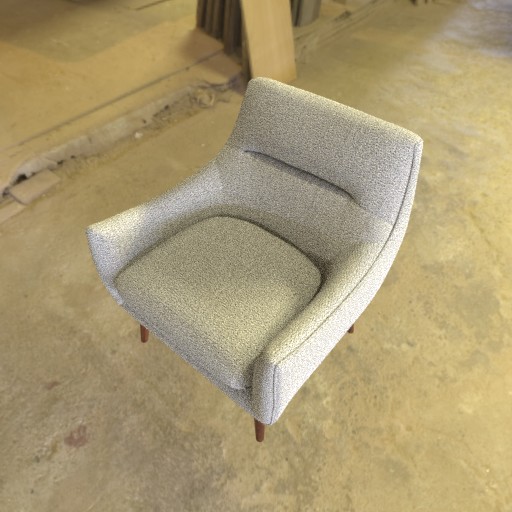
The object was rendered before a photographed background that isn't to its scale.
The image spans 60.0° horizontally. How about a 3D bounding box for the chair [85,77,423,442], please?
[{"bbox_3d":[0.000,0.000,1.475,0.762,0.838,0.787,32,54,27],"label":"chair"}]
